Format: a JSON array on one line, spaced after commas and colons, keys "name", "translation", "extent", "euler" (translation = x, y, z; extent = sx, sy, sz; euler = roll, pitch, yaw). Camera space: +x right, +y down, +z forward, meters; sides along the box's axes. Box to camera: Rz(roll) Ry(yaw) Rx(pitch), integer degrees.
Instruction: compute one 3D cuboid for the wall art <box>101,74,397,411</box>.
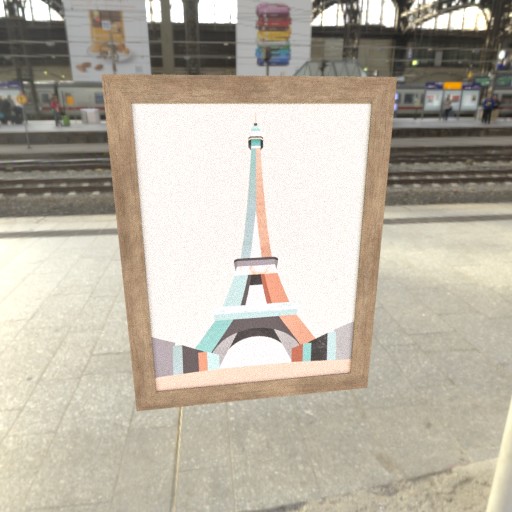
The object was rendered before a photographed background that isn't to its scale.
[{"name": "wall art", "translation": [0.000, 0.000, 0.910], "extent": [0.534, 0.686, 0.018], "euler": [-3, 19, -9]}]
